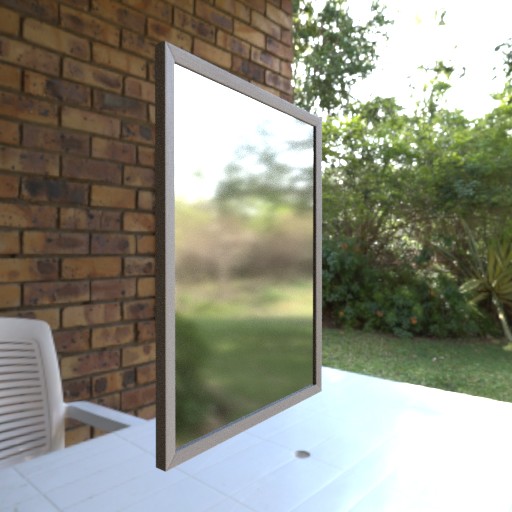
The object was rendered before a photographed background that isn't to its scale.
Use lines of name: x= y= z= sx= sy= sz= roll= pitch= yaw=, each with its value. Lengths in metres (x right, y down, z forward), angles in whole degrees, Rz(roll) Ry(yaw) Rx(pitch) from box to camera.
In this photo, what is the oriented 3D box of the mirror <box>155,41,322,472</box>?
mirror: x=0.000 y=0.000 z=1.360 sx=0.040 sy=1.016 sz=0.762 roll=0 pitch=1 yaw=37
